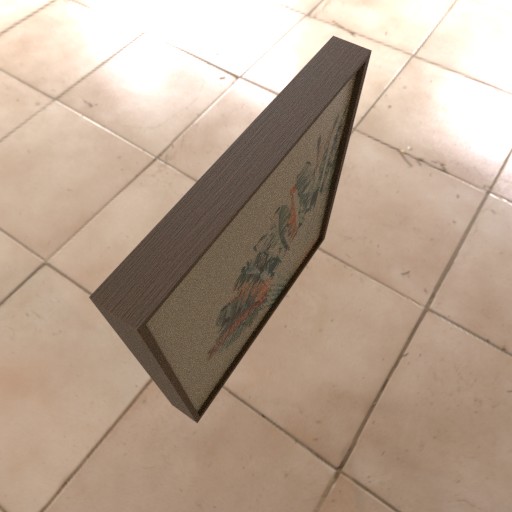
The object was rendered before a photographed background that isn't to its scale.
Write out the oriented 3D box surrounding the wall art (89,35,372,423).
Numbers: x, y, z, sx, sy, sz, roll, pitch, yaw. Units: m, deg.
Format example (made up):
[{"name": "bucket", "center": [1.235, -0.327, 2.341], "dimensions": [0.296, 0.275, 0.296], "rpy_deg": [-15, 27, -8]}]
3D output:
[{"name": "wall art", "center": [0.000, 0.000, 0.454], "dimensions": [0.038, 0.303, 0.304], "rpy_deg": [30, 64, 16]}]
